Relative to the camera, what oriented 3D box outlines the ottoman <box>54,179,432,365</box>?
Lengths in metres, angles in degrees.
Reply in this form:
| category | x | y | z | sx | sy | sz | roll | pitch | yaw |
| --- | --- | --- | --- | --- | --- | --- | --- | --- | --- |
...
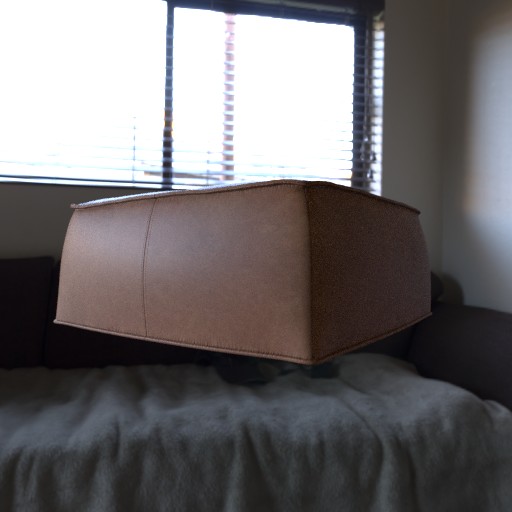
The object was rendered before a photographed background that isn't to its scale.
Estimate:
| category | x | y | z | sx | sy | sz | roll | pitch | yaw |
| --- | --- | --- | --- | --- | --- | --- | --- | --- | --- |
| ottoman | 0.000 | 0.000 | 1.395 | 0.902 | 0.395 | 0.901 | 0 | 0 | 35 |
